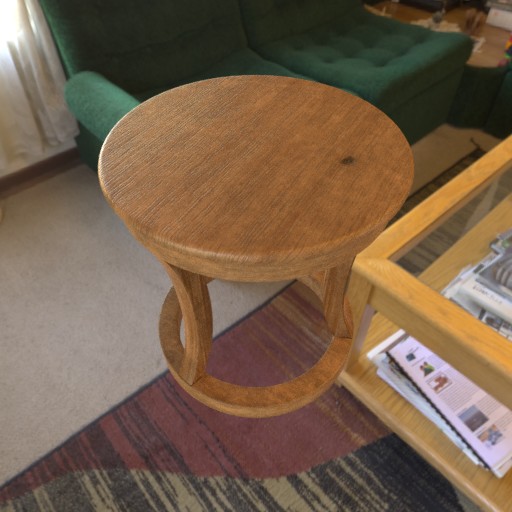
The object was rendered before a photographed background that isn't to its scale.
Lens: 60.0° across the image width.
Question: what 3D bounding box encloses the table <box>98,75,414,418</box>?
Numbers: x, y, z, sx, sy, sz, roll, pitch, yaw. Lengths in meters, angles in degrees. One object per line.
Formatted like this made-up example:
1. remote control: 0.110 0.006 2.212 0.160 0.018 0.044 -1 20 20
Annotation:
1. table: 0.000 0.000 0.785 0.432 0.460 0.432 0 47 0
